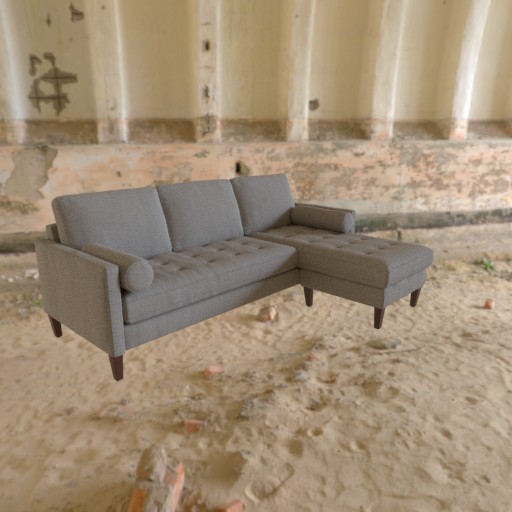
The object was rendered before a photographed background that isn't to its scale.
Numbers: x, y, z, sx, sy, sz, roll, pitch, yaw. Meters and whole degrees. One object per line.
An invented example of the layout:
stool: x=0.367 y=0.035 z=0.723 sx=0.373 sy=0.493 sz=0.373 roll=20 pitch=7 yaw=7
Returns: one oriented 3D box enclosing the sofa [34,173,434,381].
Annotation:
sofa: x=0.000 y=0.000 z=2.865 sx=1.506 sy=0.875 sz=2.178 roll=14 pitch=21 yaw=42
